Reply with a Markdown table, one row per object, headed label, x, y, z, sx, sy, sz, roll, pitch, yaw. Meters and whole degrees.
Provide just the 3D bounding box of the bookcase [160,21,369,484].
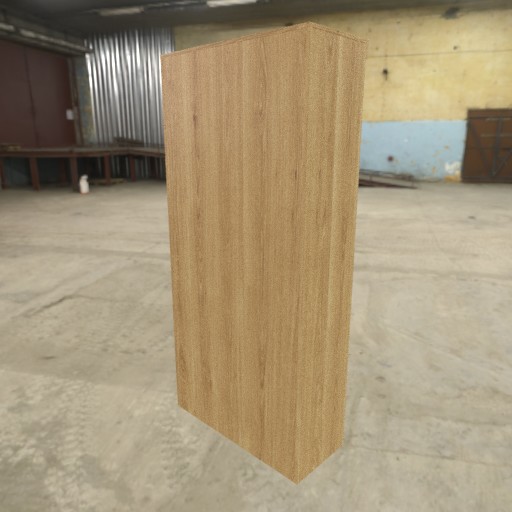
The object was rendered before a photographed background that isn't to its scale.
| label | x | y | z | sx | sy | sz | roll | pitch | yaw |
| --- | --- | --- | --- | --- | --- | --- | --- | --- | --- |
| bookcase | 0.000 | 0.000 | 2.337 | 0.950 | 2.020 | 0.420 | 14 | 20 | 42 |
